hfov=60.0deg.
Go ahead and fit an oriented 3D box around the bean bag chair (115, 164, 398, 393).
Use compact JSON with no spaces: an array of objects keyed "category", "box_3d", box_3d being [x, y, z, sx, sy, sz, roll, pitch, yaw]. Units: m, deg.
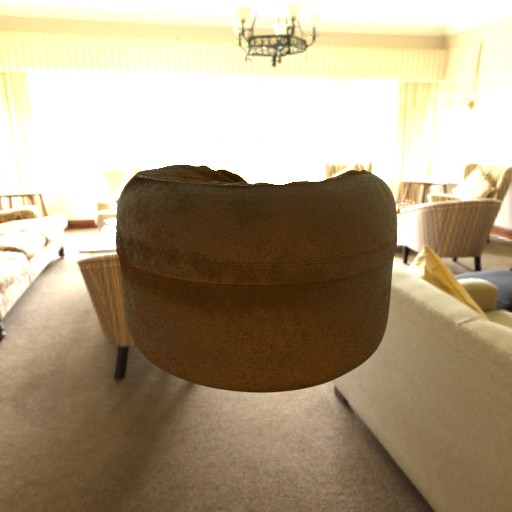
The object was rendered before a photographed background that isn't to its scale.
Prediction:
[{"category":"bean bag chair","box_3d":[0.000,0.000,1.527,0.918,0.605,0.918,0,16,0]}]
